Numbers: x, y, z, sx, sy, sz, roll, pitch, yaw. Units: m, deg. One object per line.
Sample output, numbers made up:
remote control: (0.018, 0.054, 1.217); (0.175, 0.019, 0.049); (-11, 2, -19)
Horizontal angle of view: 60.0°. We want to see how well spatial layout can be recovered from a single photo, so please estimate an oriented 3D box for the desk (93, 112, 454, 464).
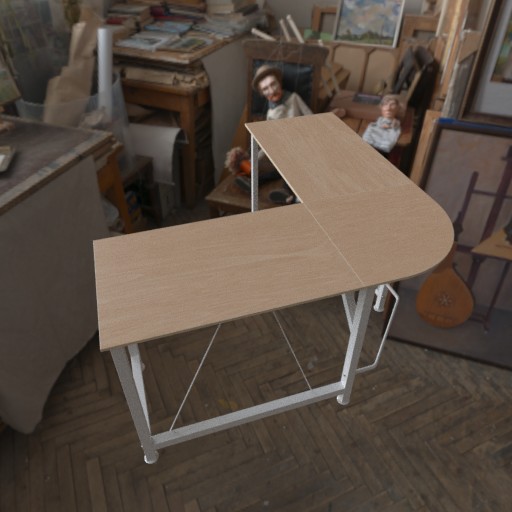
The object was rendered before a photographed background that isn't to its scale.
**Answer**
desk: (0.000, 0.000, 2.206); (1.400, 0.762, 1.400); (-12, 41, -14)
